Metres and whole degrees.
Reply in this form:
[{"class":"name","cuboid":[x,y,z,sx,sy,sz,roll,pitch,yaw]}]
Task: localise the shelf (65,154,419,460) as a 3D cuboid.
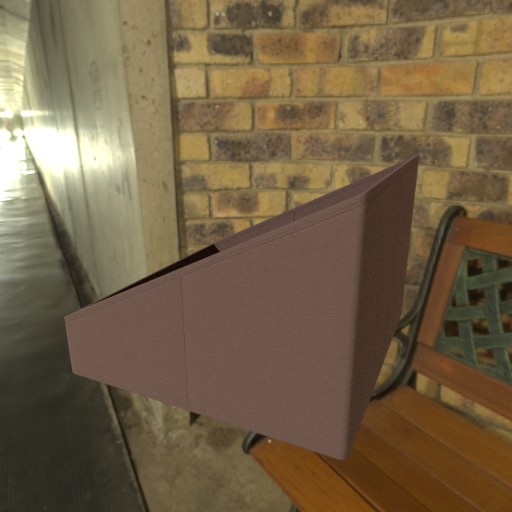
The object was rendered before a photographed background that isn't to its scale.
[{"class":"shelf","cuboid":[0.000,0.000,0.491,0.292,0.210,0.292,8,20,24]}]
